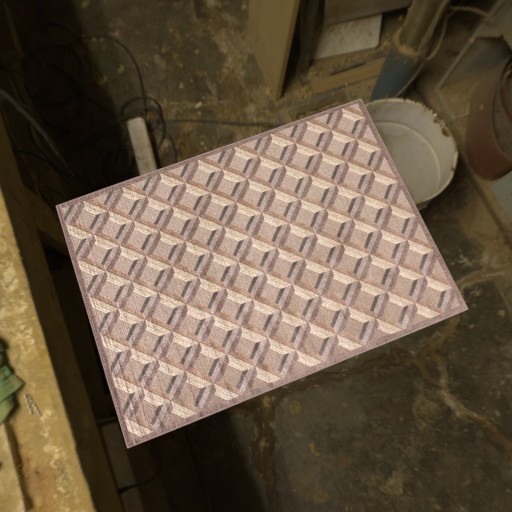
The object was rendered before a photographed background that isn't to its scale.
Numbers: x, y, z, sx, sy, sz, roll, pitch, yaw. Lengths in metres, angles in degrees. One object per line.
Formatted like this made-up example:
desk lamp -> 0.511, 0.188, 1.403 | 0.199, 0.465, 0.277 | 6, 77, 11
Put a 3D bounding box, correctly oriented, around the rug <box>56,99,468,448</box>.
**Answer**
rug -> 0.000, 0.000, 4.222 | 3.294, 0.018, 2.382 | -21, 77, -5
